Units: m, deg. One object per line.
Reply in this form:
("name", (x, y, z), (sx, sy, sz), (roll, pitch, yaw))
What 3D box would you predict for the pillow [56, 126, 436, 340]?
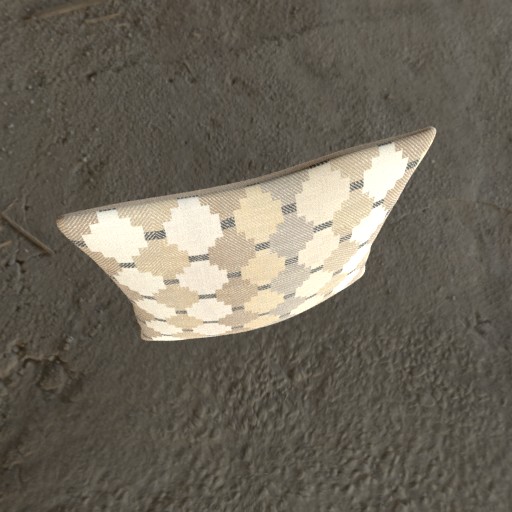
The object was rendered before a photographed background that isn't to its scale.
("pillow", (0.000, 0.000, 0.864), (0.578, 0.558, 0.192), (-16, 65, -8))
